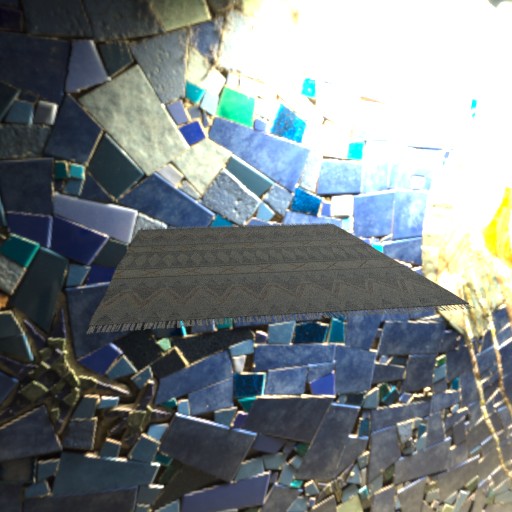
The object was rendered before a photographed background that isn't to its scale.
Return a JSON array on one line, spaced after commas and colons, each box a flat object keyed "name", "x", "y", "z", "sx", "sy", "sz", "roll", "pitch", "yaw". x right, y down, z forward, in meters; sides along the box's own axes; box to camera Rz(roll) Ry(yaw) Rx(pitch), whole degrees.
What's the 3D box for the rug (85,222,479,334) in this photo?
[{"name": "rug", "x": 0.000, "y": 0.000, "z": 3.988, "sx": 2.371, "sy": 0.012, "sz": 3.000, "roll": -2, "pitch": 15, "yaw": -8}]
